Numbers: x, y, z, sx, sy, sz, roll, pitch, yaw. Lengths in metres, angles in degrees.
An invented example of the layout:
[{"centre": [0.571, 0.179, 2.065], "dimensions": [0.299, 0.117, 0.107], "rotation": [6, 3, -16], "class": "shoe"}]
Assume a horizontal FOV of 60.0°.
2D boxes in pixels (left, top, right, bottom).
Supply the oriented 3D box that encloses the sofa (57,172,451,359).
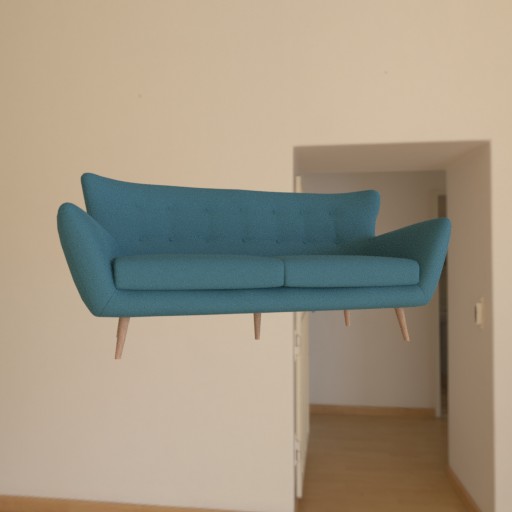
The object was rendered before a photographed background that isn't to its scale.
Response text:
[{"centre": [0.000, 0.000, 2.425], "dimensions": [1.930, 0.890, 0.889], "rotation": [0, -1, -18], "class": "sofa"}]
